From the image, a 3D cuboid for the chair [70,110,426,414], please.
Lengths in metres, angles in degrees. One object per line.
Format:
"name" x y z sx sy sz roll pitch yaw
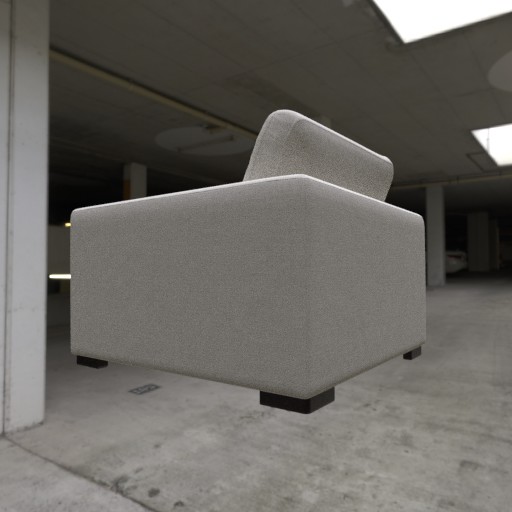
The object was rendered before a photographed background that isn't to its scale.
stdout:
"chair" 0.000 0.000 1.872 1.100 0.876 1.070 -1 -2 36
